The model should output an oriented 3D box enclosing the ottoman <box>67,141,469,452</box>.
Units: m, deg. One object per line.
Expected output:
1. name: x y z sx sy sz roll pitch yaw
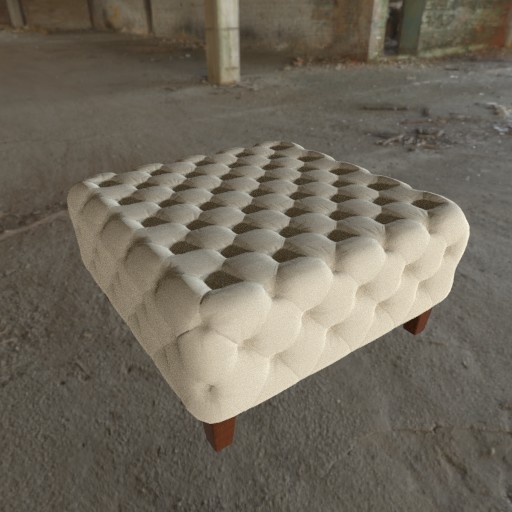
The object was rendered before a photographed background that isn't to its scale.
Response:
1. ottoman: 0.000 0.000 1.180 0.755 0.376 0.753 -19 35 -30
